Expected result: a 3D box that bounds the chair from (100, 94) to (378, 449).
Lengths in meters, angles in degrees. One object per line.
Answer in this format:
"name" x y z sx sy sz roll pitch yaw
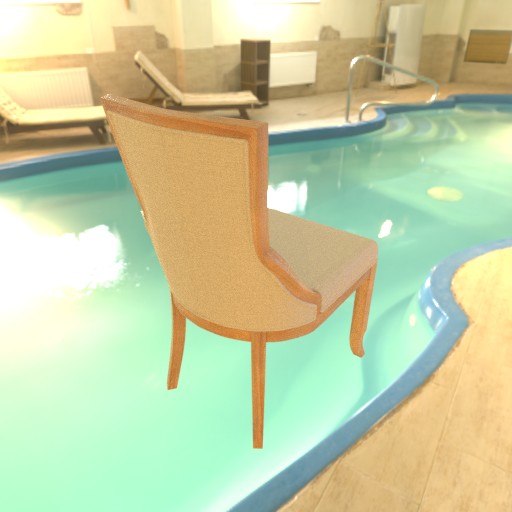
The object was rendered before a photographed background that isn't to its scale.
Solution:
"chair" 0.000 0.000 1.321 0.524 0.947 0.641 21 36 32
